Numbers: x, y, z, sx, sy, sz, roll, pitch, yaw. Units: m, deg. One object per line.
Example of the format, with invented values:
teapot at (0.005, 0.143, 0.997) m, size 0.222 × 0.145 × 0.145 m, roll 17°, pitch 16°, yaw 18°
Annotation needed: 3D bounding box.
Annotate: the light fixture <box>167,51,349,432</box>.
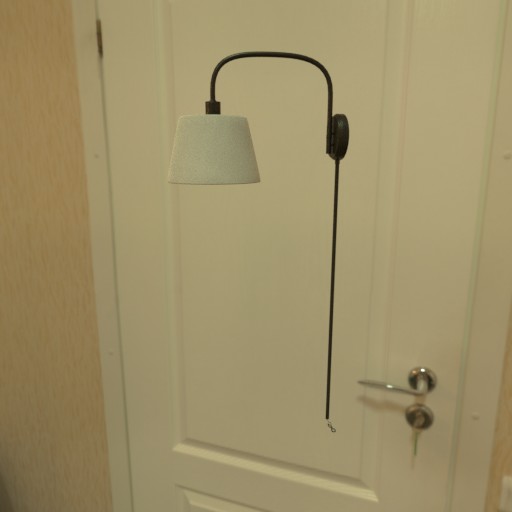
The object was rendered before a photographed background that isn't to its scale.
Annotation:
light fixture at (0.000, 0.000, 0.465) m, size 0.176 × 0.399 × 0.092 m, roll -2°, pitch 13°, yaw -9°
